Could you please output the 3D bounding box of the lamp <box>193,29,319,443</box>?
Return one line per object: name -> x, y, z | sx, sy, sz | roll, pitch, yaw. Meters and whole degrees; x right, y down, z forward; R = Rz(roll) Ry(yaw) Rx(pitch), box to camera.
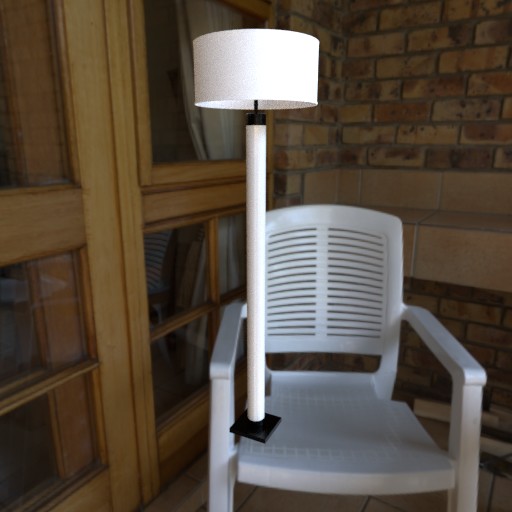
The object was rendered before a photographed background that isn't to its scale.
lamp -> 0.000, 0.000, 1.660 | 0.420, 1.475, 0.420 | 7, 16, 26
